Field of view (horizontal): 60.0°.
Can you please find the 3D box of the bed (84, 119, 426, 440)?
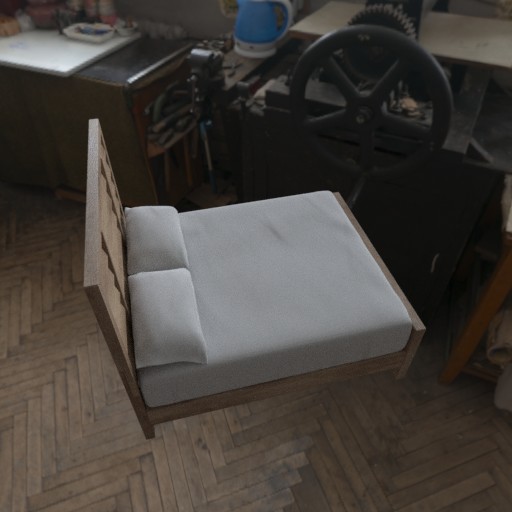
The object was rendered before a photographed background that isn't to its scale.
[{"bbox_3d":[0.000,0.000,3.297,2.017,1.631,1.615,-10,46,-10],"label":"bed"}]
